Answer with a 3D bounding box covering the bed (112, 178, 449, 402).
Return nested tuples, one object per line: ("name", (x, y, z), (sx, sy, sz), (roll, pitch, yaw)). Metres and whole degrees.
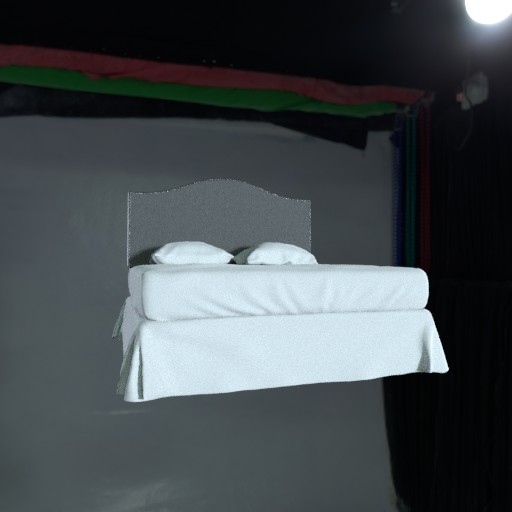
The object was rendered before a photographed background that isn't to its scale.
("bed", (0.000, 0.000, 3.749), (2.314, 1.651, 2.219), (0, -1, -18))
